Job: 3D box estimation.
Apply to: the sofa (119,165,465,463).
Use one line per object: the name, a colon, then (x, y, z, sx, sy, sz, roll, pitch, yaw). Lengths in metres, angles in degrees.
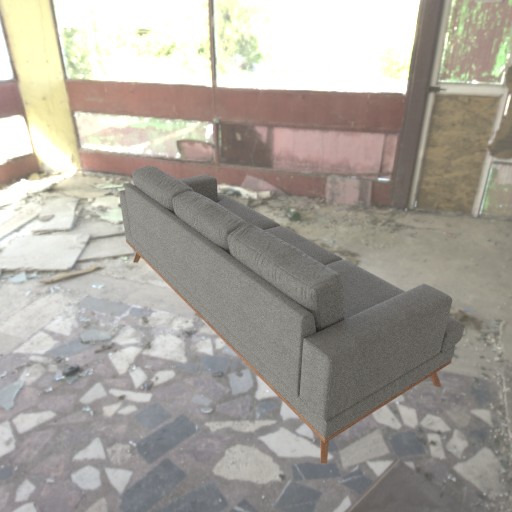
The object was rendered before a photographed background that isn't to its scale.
sofa: (0.000, 0.000, 2.761, 0.920, 0.810, 2.310, -18, 32, -30)
